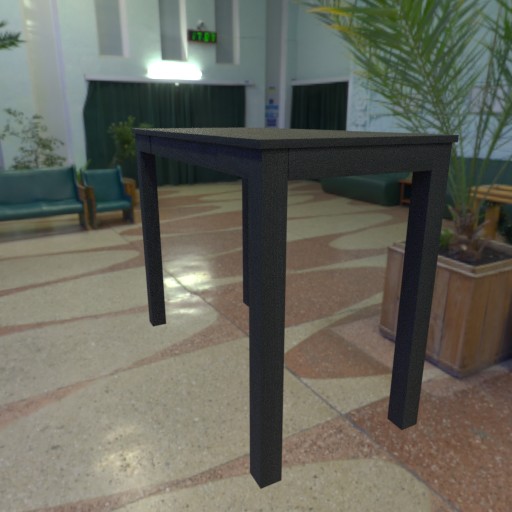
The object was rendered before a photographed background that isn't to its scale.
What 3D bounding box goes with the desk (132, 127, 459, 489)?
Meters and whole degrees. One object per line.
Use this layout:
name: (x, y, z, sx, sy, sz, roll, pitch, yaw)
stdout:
desk: (0.000, 0.000, 1.404, 0.499, 0.762, 0.991, -9, 19, -26)
